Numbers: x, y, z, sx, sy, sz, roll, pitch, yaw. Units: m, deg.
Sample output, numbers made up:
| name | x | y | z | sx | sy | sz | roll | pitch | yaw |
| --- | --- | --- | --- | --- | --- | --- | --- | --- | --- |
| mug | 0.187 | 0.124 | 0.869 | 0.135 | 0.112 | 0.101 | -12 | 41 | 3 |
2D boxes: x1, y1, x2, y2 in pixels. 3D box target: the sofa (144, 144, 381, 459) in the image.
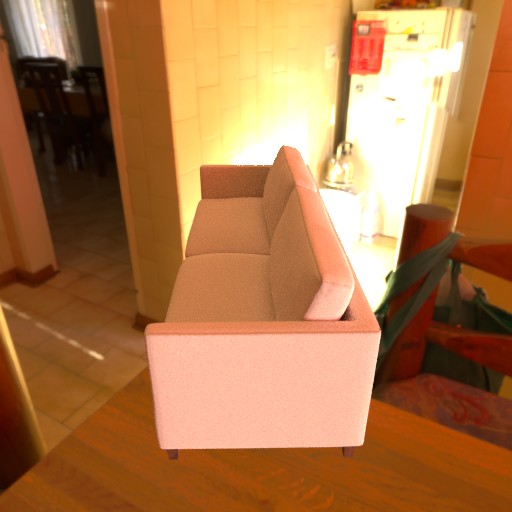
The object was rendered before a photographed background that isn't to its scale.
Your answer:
| name | x | y | z | sx | sy | sz | roll | pitch | yaw |
| --- | --- | --- | --- | --- | --- | --- | --- | --- | --- |
| sofa | 0.000 | 0.000 | 2.845 | 0.951 | 0.962 | 2.361 | 0 | 27 | -1 |
